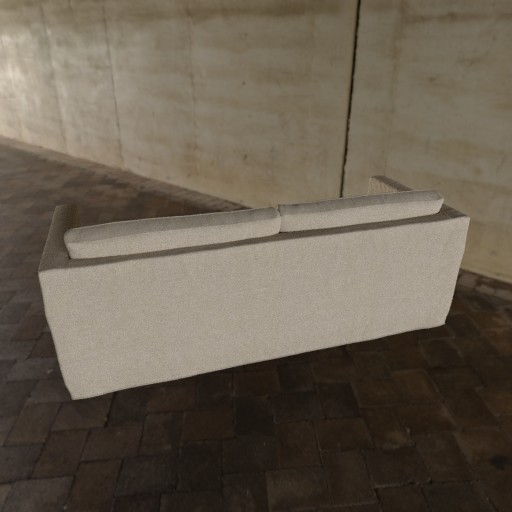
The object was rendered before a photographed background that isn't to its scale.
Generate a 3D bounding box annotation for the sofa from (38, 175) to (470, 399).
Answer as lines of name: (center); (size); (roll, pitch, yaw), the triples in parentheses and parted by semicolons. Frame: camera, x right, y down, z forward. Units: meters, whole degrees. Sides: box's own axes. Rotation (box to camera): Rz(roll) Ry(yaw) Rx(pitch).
sofa: (0.000, 0.000, 2.717); (2.296, 0.847, 0.956); (-8, 27, -16)
